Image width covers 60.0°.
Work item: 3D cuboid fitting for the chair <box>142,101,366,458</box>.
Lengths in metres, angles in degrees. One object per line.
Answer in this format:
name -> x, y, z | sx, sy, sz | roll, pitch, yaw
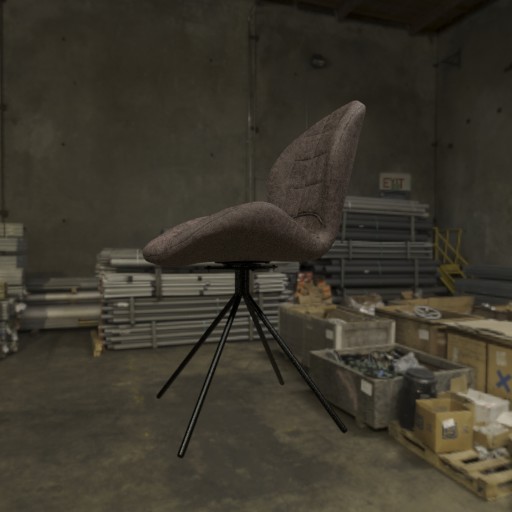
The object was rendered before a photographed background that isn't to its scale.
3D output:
chair -> 0.000, 0.000, 1.314 | 0.640, 0.934, 0.527 | 0, 1, -19
